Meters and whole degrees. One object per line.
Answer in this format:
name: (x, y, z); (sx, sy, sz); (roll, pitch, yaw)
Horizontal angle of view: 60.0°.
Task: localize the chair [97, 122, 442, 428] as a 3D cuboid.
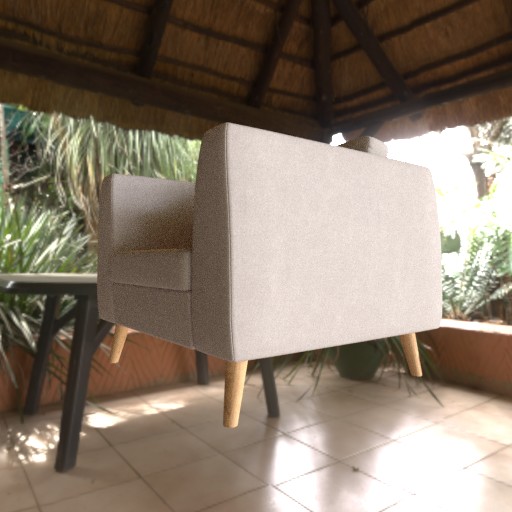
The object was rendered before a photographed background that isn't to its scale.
chair: (0.000, 0.000, 1.698); (0.930, 0.860, 1.000); (0, -1, -37)
